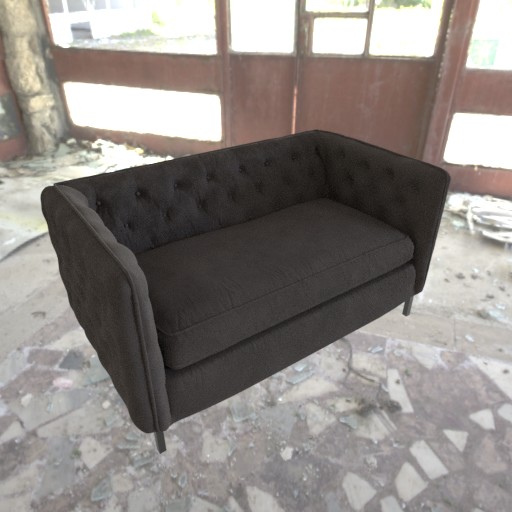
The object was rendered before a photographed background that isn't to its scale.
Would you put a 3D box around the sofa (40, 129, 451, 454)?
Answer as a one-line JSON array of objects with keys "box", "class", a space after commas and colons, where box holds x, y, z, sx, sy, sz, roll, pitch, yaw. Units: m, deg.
[{"box": [0.000, 0.000, 2.075, 1.583, 0.810, 0.909, -20, 36, -30], "class": "sofa"}]
